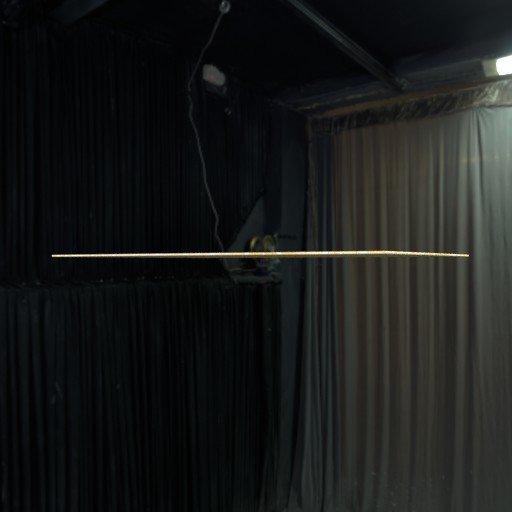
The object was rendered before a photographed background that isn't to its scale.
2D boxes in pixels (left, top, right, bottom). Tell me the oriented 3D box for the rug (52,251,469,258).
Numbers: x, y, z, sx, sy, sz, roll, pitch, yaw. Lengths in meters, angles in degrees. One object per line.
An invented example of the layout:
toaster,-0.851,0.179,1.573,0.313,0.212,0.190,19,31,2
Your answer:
rug,0.000,0.000,2.325,1.829,0.010,1.213,0,-1,36
